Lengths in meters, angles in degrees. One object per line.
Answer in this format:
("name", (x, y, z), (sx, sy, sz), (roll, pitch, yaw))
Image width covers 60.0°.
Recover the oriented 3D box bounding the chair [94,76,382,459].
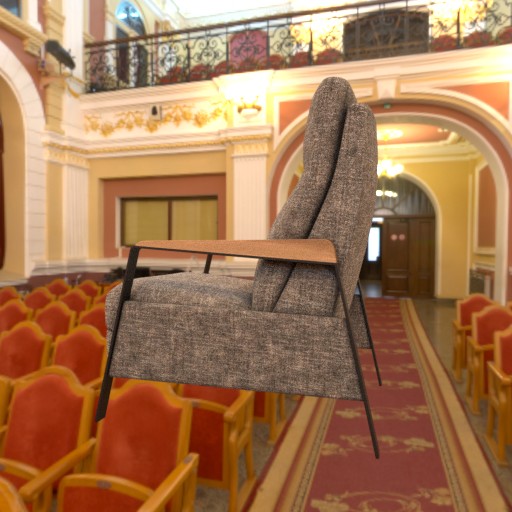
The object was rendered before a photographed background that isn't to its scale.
("chair", (0.000, 0.000, 1.588), (0.868, 1.042, 0.671), (0, 1, 16))
